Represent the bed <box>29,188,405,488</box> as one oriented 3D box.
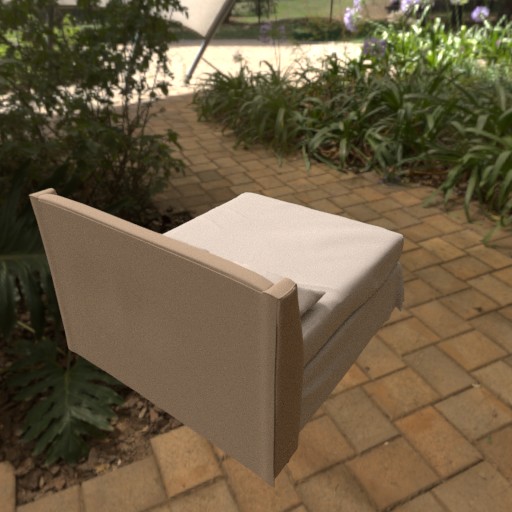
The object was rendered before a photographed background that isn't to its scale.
[{"bbox_3d":[0.000,0.000,3.396,1.925,1.332,2.276,20,36,31],"label":"bed"}]
